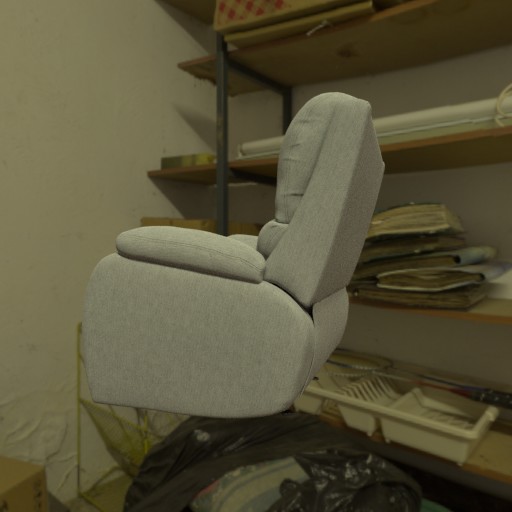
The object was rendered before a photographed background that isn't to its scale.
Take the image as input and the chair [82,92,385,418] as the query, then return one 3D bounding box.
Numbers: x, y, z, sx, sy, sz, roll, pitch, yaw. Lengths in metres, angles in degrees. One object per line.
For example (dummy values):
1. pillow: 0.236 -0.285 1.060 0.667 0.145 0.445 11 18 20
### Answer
1. chair: 0.000 0.000 1.673 0.899 1.011 0.930 0 0 19
